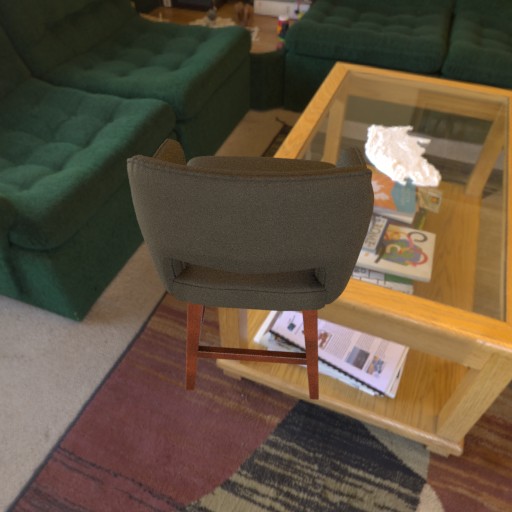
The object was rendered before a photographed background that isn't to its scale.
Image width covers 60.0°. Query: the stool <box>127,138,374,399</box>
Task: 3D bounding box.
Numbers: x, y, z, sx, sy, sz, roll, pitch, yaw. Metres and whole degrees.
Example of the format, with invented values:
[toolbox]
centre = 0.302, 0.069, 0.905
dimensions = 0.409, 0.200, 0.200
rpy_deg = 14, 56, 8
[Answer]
[stool]
centre = 0.000, 0.000, 1.233
dimensions = 0.548, 0.912, 0.558
rpy_deg = 3, 46, 3
